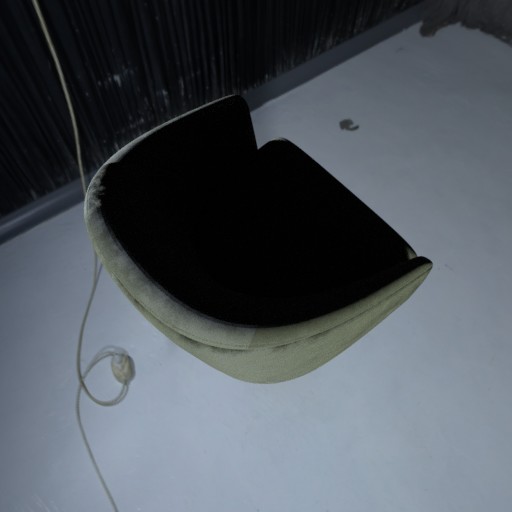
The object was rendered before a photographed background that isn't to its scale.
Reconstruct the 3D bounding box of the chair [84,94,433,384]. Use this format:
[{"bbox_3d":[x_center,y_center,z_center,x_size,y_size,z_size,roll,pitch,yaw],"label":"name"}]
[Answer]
[{"bbox_3d":[0.000,0.000,1.316,0.767,0.698,0.773,-35,65,-18],"label":"chair"}]
